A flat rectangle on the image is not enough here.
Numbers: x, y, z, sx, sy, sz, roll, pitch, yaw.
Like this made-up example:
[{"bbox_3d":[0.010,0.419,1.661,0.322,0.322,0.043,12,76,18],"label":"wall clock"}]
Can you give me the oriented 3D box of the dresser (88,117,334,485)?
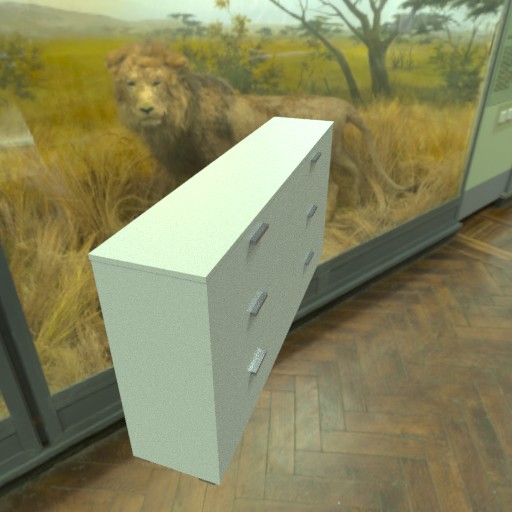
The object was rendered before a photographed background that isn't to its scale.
[{"bbox_3d":[0.000,0.000,1.862,0.333,0.790,1.535,10,32,17],"label":"dresser"}]
